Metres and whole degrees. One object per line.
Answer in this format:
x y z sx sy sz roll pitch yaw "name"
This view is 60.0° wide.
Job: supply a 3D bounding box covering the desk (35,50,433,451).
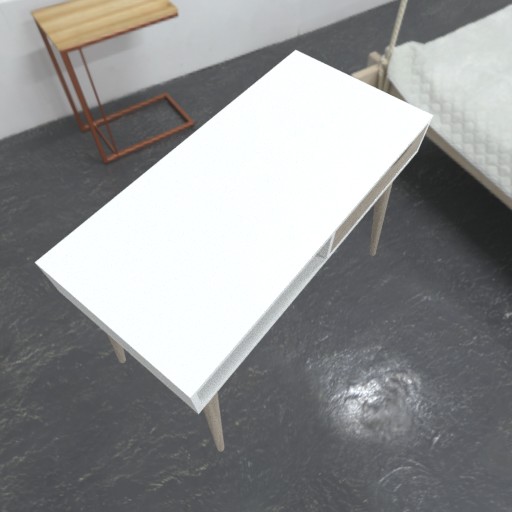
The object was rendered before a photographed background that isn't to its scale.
0.000 0.000 1.411 0.491 0.723 0.979 34 65 19 "desk"
